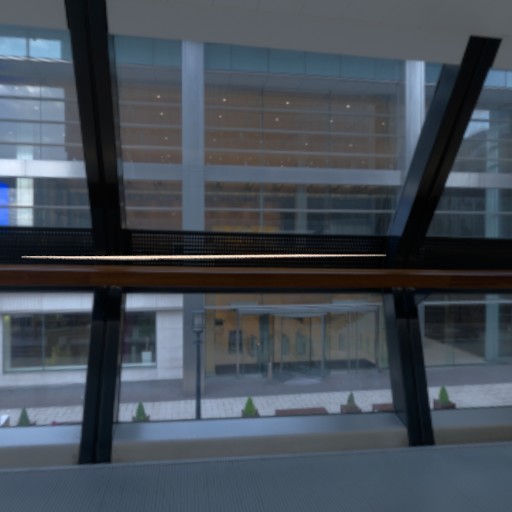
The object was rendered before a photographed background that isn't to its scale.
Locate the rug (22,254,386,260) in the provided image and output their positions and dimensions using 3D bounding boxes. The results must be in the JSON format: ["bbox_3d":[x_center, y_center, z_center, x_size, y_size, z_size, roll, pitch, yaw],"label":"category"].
[{"bbox_3d":[0.000,0.000,2.692,0.771,0.009,2.443,0,1,35],"label":"rug"}]
